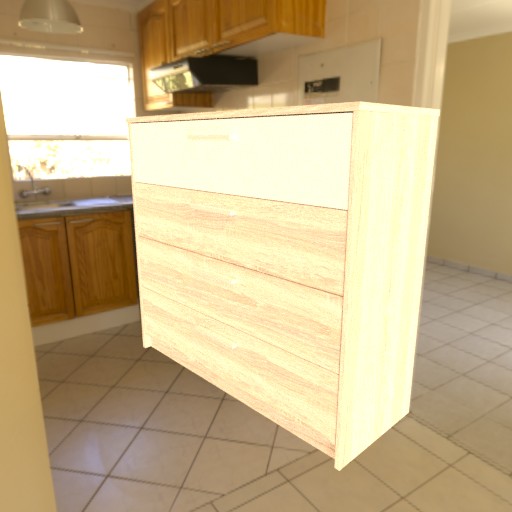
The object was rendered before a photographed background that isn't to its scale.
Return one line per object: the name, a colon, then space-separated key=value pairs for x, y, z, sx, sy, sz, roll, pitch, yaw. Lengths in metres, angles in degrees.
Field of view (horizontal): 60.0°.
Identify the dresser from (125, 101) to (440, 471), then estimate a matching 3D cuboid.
dresser: x=0.000 y=0.000 z=1.476 sx=0.380 sy=0.900 sz=0.980 roll=-14 pitch=20 yaw=-42
